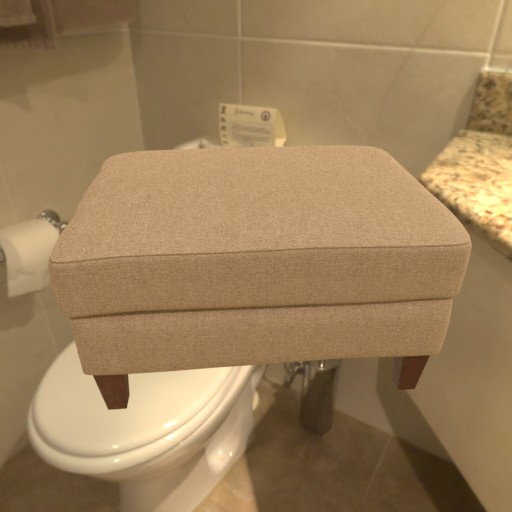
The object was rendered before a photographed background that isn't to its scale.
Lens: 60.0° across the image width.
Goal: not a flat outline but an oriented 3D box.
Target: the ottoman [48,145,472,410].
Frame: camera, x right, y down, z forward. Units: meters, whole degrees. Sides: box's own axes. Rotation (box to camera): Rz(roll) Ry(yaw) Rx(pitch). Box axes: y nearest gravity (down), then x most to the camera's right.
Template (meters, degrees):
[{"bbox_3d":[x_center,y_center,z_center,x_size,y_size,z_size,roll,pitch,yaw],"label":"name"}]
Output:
[{"bbox_3d":[0.000,0.000,1.272,0.898,0.519,0.677,-3,31,-4],"label":"ottoman"}]
